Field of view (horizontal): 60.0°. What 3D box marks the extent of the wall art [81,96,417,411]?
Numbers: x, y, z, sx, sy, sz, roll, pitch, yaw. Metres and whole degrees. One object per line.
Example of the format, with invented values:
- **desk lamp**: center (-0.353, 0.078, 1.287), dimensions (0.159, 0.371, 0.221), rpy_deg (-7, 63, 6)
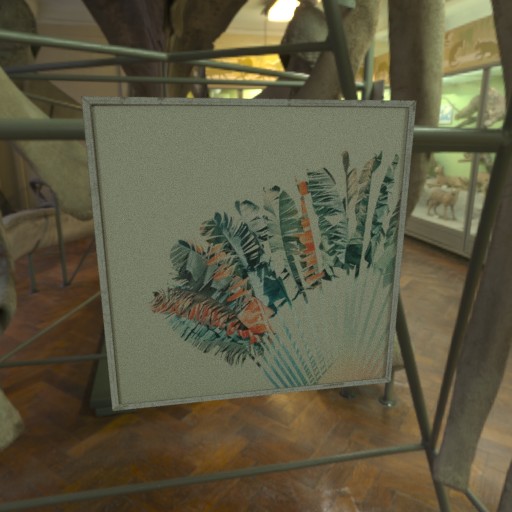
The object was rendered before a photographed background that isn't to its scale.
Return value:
- **wall art**: center (0.000, 0.000, 0.456), dimensions (0.305, 0.303, 0.038), rpy_deg (-3, 16, -10)
